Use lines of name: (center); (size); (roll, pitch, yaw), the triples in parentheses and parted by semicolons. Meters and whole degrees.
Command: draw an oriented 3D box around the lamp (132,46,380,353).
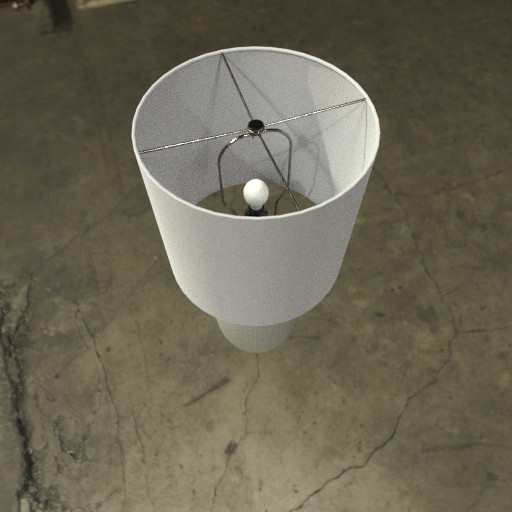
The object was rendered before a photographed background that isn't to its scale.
lamp: (0.000, 0.000, 0.582); (0.217, 0.453, 0.217); (-16, 60, -10)
